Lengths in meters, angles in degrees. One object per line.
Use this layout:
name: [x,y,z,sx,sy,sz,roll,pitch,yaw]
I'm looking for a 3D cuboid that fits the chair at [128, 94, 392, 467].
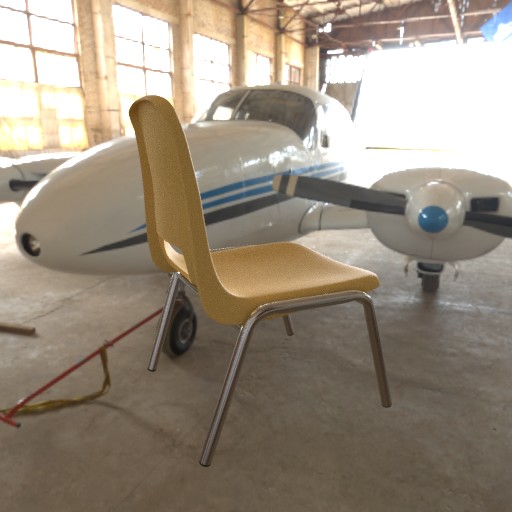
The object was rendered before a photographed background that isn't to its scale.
chair: [0.000,0.000,0.805,0.385,0.536,0.354,-8,17,-26]
